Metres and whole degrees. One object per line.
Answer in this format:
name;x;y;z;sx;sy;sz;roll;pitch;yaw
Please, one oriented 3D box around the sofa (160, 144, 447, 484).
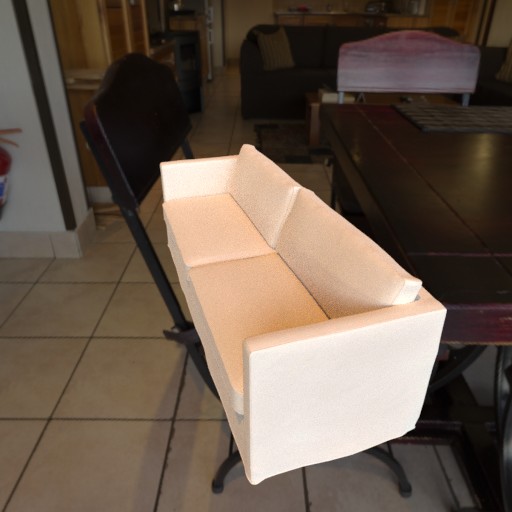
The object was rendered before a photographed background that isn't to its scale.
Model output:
sofa;0.000;0.000;3.256;1.036;0.999;2.779;-9;30;-16
